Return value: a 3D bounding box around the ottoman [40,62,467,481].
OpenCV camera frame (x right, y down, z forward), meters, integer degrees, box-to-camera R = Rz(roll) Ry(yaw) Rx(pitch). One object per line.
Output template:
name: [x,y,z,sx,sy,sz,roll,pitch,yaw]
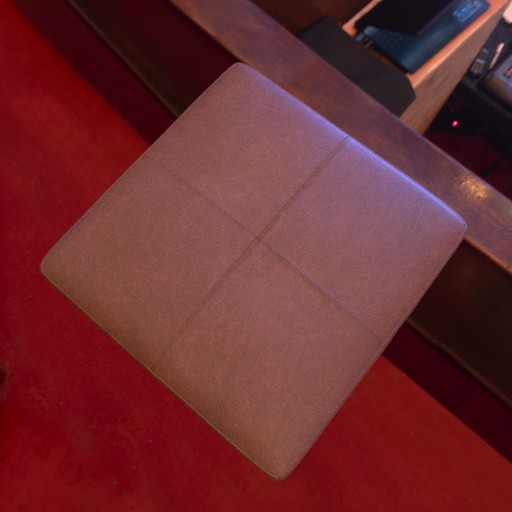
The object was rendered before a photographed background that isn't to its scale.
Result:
ottoman: [0.000,0.000,1.764,1.168,0.490,1.168,38,78,9]
